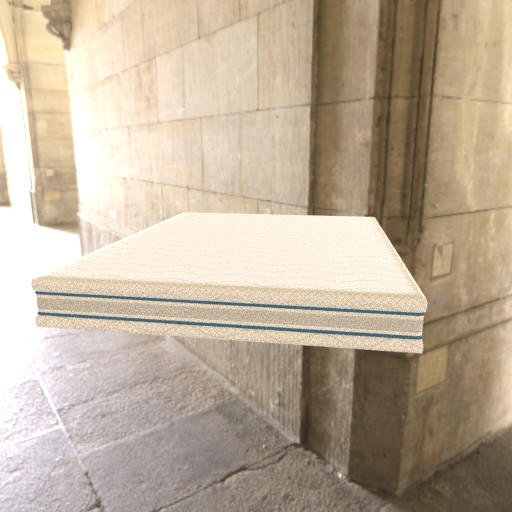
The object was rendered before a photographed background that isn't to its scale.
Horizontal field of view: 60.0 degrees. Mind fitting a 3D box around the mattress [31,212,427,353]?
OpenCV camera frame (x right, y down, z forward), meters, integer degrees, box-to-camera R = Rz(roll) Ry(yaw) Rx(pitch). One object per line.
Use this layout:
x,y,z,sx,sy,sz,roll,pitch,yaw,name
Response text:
0.000,0.000,2.721,1.600,0.230,2.000,2,14,9,mattress
